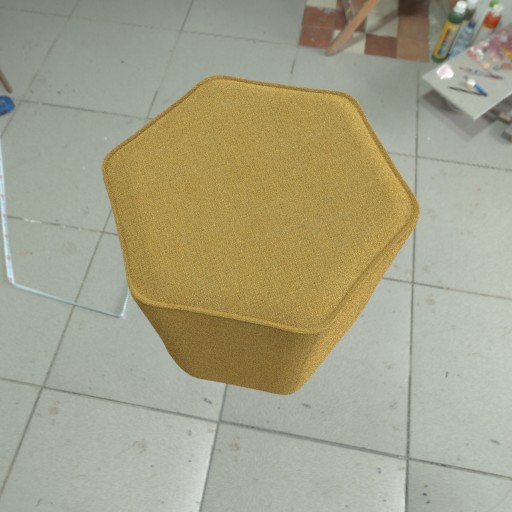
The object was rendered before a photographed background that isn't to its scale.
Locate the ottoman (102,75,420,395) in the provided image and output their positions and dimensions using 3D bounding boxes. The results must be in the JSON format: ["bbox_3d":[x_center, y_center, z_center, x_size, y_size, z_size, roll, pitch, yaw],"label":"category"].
[{"bbox_3d":[0.000,0.000,0.880,0.443,0.502,0.494,-17,65,-8],"label":"ottoman"}]
